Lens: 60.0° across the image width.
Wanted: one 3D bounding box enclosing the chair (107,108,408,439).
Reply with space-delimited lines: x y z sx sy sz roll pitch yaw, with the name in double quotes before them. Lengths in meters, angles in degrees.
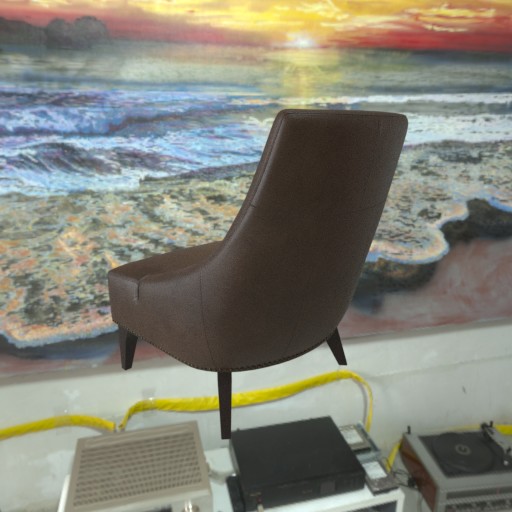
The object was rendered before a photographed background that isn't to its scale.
"chair" 0.000 0.000 1.495 0.701 0.909 0.861 -15 22 -43
